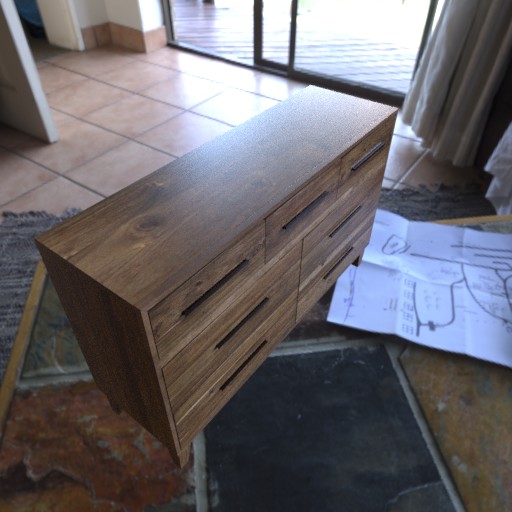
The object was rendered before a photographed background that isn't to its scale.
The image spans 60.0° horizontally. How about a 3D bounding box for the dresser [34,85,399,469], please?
[{"bbox_3d":[0.000,0.000,1.800,0.446,0.873,1.400,27,48,27],"label":"dresser"}]
